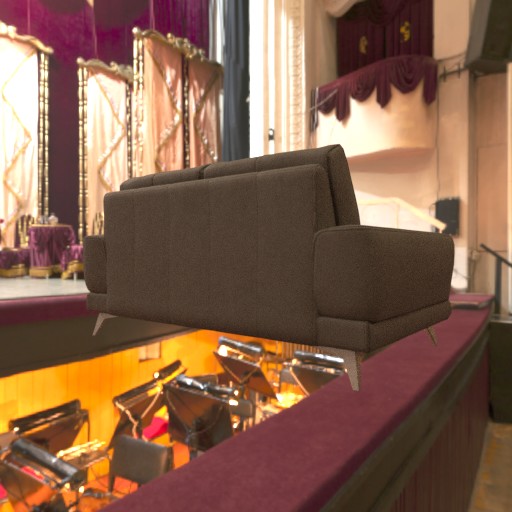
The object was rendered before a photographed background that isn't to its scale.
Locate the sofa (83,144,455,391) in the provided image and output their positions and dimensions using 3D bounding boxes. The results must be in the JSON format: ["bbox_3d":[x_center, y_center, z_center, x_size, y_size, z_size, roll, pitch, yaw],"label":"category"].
[{"bbox_3d":[0.000,0.000,2.388,1.806,0.907,1.018,1,1,38],"label":"sofa"}]
